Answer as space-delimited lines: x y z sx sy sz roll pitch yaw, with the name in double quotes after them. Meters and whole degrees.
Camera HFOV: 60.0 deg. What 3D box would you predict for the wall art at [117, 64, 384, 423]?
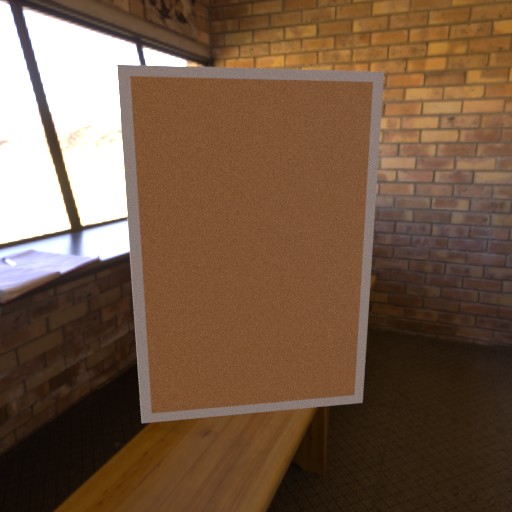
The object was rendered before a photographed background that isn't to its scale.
0.000 0.000 0.833 0.456 0.656 0.013 -2 14 -9 "wall art"
